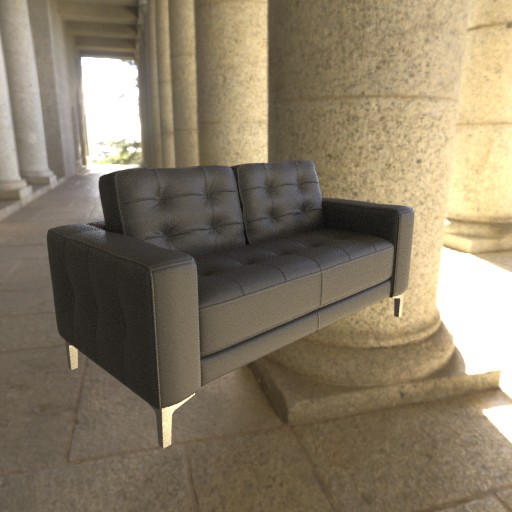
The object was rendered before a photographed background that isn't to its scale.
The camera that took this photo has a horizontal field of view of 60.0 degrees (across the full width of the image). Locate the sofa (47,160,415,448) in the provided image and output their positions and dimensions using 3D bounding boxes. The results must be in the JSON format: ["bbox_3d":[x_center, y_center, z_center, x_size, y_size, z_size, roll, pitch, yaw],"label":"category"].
[{"bbox_3d":[0.000,0.000,2.202,1.726,0.892,0.833,-14,20,-43],"label":"sofa"}]
